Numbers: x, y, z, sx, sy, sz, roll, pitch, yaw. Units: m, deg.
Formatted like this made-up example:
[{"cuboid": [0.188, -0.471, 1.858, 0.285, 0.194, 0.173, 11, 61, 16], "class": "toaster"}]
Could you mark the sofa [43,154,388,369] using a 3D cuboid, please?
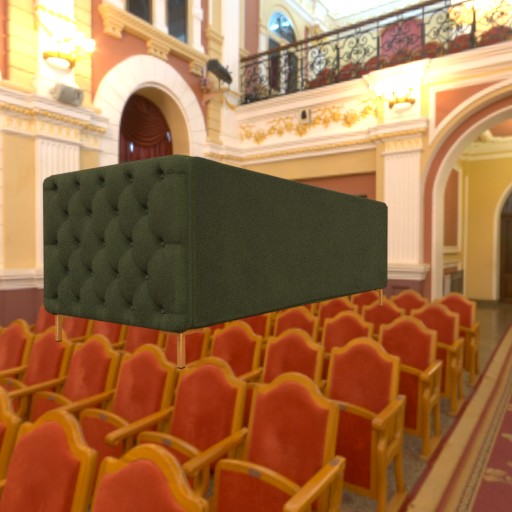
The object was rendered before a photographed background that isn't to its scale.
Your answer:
[{"cuboid": [0.000, 0.000, 2.657, 0.895, 0.771, 2.209, 1, 1, 35], "class": "sofa"}]
